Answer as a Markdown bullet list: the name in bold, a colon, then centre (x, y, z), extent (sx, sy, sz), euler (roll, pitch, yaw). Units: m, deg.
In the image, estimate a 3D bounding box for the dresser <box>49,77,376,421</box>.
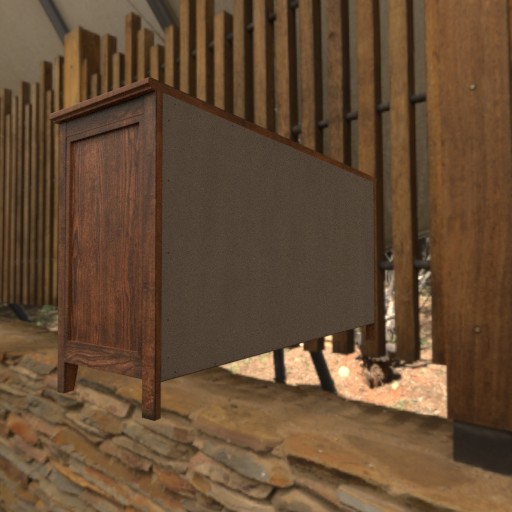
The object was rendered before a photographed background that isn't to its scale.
- **dresser**: centre (0.000, 0.000, 1.850), extent (0.463, 0.856, 1.551), euler (-1, -2, 36)
